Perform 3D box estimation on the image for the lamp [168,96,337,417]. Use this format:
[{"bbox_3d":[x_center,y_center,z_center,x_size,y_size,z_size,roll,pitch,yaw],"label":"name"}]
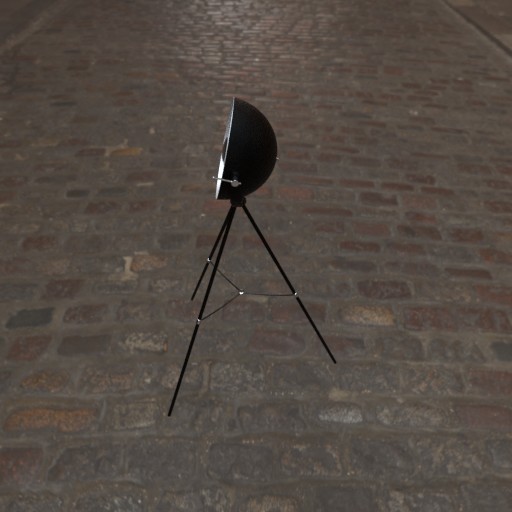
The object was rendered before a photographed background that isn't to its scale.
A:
[{"bbox_3d":[0.000,0.000,2.086,0.920,1.512,0.817,0,43,0],"label":"lamp"}]
